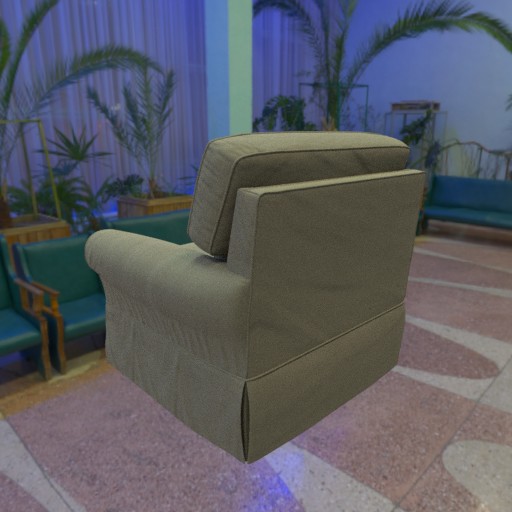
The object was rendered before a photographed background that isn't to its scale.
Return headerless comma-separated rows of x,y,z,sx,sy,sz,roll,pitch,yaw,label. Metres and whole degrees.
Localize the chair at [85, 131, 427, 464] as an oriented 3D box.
0.000,0.000,1.875,1.135,1.017,0.988,-15,21,-42,chair
